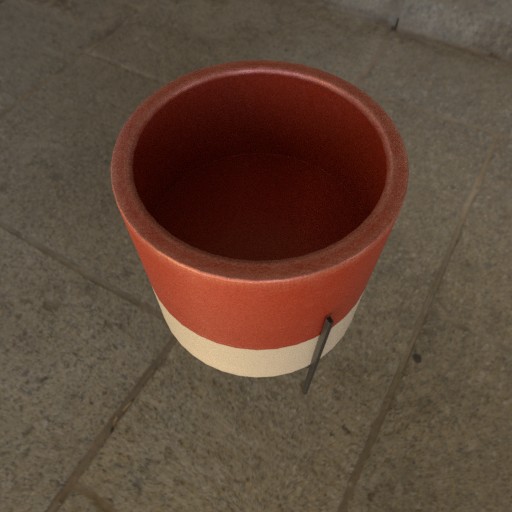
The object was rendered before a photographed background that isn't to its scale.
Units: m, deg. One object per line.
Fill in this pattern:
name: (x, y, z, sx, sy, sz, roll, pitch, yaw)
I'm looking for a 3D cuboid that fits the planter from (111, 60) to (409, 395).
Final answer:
planter: (0.000, 0.000, 0.709, 0.354, 0.465, 0.345, 1, 58, 1)
